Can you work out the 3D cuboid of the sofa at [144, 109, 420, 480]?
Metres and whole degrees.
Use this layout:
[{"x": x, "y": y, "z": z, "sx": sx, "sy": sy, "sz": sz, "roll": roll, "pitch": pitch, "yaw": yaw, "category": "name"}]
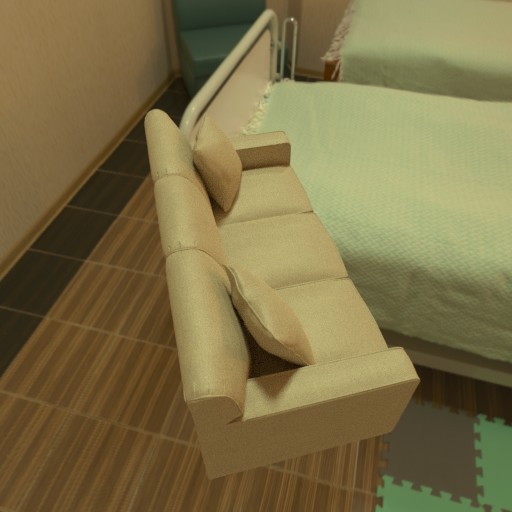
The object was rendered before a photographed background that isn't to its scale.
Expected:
[{"x": 0.000, "y": 0.000, "z": 2.550, "sx": 0.997, "sy": 0.958, "sz": 2.024, "roll": -10, "pitch": 47, "yaw": -10, "category": "sofa"}]
